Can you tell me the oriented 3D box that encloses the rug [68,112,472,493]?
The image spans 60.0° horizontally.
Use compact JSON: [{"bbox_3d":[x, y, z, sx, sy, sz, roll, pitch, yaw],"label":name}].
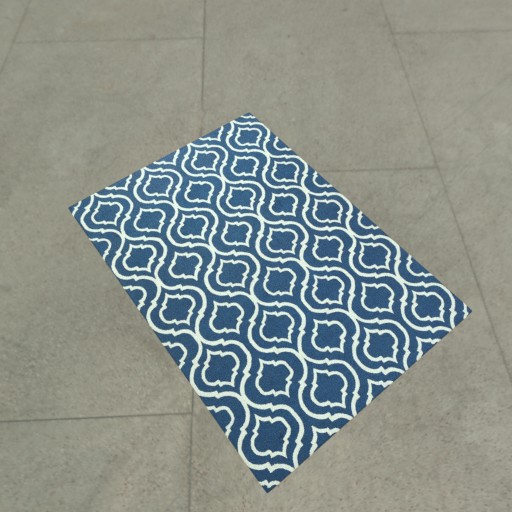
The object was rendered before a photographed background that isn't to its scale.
[{"bbox_3d":[0.000,0.000,2.762,1.524,0.010,2.134,-34,64,-19],"label":"rug"}]
